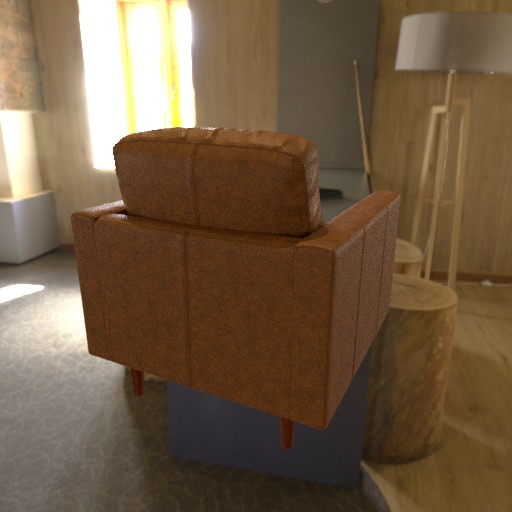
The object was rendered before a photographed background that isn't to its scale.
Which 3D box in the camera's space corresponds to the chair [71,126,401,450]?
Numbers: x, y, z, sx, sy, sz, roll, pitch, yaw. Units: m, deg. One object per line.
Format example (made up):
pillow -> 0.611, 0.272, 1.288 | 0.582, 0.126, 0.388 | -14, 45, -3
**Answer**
chair -> 0.000, 0.000, 1.683 | 0.890, 0.956, 0.909 | 9, 20, 26
